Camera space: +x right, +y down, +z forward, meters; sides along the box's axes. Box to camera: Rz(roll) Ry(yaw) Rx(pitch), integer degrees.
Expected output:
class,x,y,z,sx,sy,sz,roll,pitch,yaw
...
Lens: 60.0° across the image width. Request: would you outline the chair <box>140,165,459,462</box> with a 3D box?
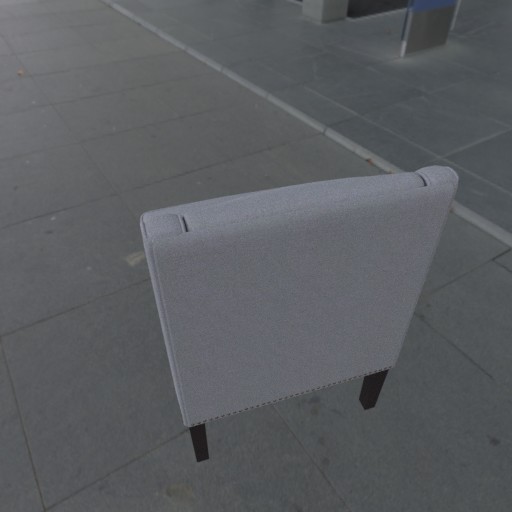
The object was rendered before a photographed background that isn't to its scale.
class,x,y,z,sx,sy,sz,roll,pitch,yaw
chair,0.000,0.000,1.337,0.631,0.867,0.747,-12,43,-13
